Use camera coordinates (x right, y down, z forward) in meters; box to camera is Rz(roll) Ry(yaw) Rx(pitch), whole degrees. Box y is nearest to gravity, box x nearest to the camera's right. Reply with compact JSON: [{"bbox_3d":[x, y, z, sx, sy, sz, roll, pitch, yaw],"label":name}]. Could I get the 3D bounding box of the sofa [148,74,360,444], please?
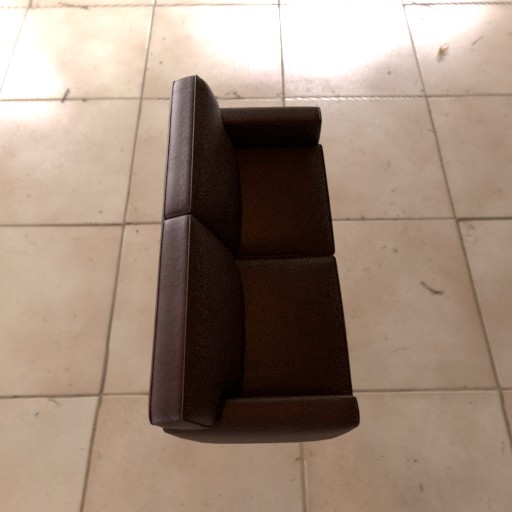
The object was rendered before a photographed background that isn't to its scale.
[{"bbox_3d":[0.000,0.000,2.423,0.912,0.928,1.876,-2,64,-1],"label":"sofa"}]
